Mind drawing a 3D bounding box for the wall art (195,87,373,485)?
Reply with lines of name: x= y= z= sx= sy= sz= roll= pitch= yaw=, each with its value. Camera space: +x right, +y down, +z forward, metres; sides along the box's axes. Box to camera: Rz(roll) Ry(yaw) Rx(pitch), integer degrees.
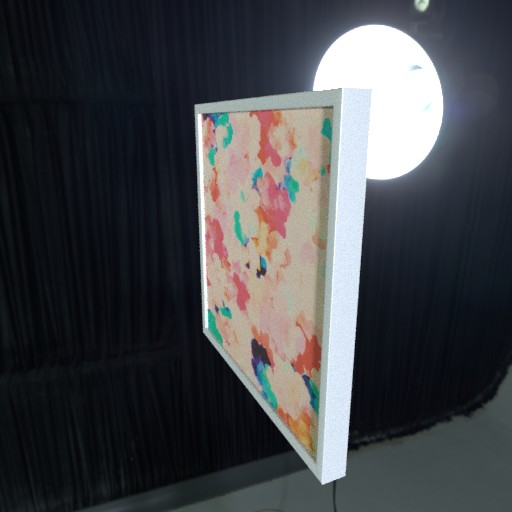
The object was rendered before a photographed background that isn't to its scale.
wall art: x=0.000 y=0.000 z=0.755 sx=0.038 sy=0.505 sz=0.506 roll=-8 pitch=18 yaw=-24
